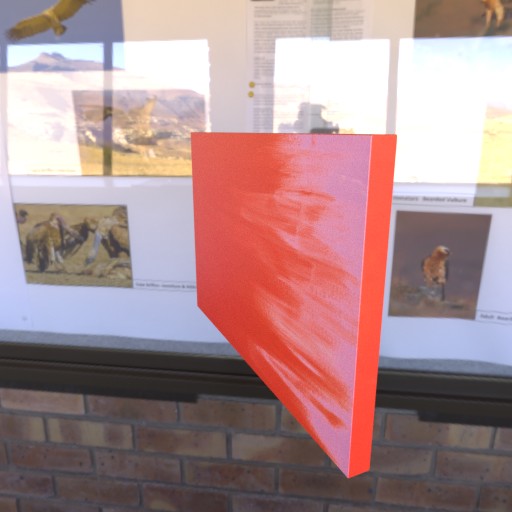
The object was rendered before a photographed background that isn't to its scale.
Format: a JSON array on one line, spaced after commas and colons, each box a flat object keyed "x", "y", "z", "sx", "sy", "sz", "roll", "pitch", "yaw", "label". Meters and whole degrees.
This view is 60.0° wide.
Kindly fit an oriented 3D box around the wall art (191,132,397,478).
[{"x": 0.000, "y": 0.000, "z": 0.757, "sx": 0.033, "sy": 0.405, "sz": 0.607, "roll": -7, "pitch": 17, "yaw": -24, "label": "wall art"}]
